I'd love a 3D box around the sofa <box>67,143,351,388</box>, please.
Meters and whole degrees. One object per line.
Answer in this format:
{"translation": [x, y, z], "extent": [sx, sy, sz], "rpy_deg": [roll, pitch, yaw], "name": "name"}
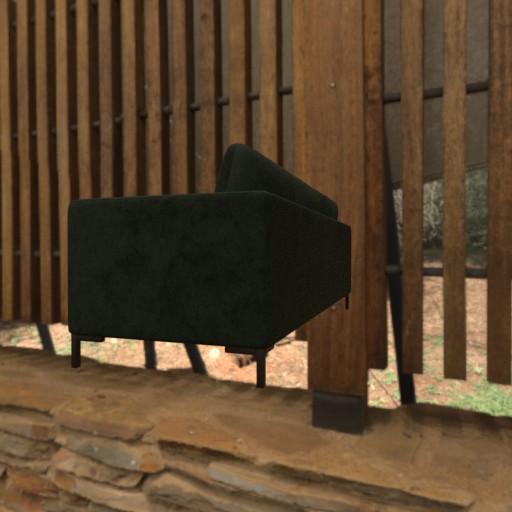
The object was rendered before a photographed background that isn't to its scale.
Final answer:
{"translation": [0.000, 0.000, 2.655], "extent": [0.859, 0.870, 2.218], "rpy_deg": [0, 1, 19], "name": "sofa"}
